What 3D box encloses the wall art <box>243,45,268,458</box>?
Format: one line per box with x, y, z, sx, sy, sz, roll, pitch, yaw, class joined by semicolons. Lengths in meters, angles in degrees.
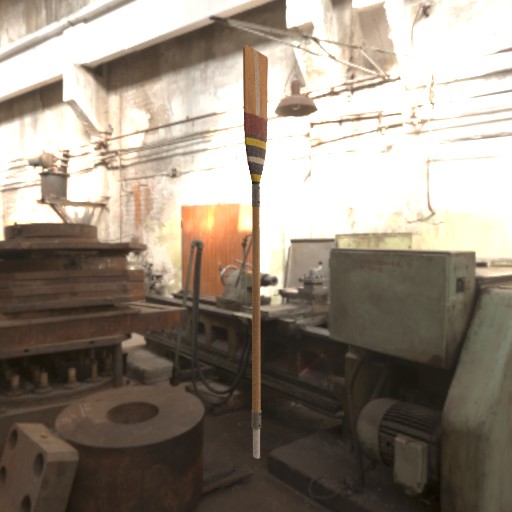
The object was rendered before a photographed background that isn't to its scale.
0.000;0.000;1.695;0.038;1.556;0.146;1;1;37;wall art
